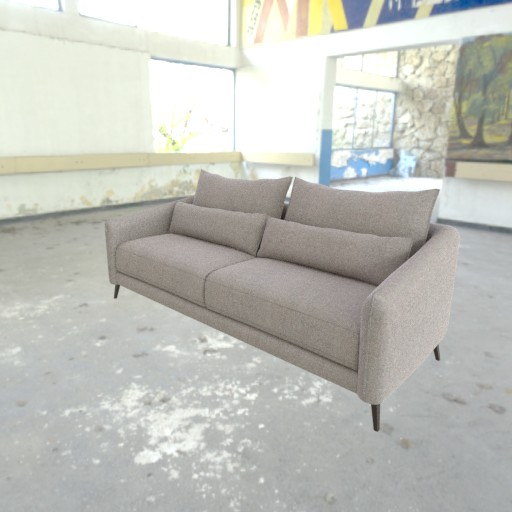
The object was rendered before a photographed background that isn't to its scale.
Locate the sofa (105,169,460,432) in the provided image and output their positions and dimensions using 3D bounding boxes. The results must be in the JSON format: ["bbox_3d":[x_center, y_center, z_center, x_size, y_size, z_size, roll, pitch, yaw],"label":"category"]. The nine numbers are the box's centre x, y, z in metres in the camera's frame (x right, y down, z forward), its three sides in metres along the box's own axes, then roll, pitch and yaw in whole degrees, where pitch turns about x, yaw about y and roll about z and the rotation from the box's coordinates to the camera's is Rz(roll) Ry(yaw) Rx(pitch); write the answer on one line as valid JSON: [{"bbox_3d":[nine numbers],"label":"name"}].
[{"bbox_3d":[0.000,0.000,2.458,2.022,0.833,0.809,15,21,43],"label":"sofa"}]
